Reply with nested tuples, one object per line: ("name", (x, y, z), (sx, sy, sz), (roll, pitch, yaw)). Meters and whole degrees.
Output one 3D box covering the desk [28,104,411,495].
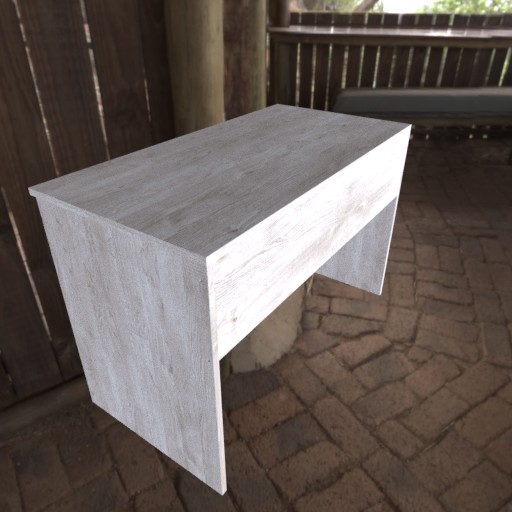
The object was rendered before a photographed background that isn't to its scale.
("desk", (0.000, 0.000, 1.496), (0.560, 0.730, 1.100), (20, 36, 30))
